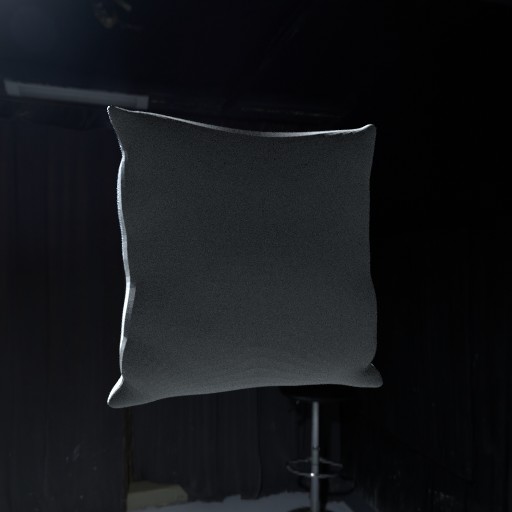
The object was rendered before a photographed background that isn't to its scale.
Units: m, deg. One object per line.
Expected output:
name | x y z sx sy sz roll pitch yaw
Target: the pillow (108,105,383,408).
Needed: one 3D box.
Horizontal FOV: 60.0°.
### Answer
pillow | 0.000 0.000 0.691 0.440 0.441 0.182 0 1 -17
